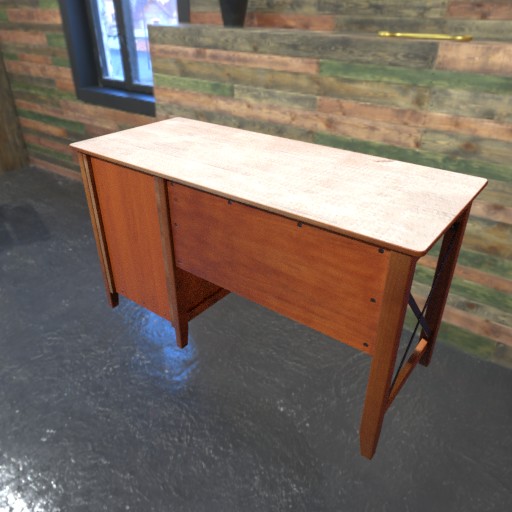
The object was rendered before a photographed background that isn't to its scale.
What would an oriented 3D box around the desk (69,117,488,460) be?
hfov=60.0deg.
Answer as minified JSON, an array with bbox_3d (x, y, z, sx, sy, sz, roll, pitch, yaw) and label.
[{"bbox_3d":[0.000,0.000,1.697,1.353,0.756,0.574,21,36,32],"label":"desk"}]
